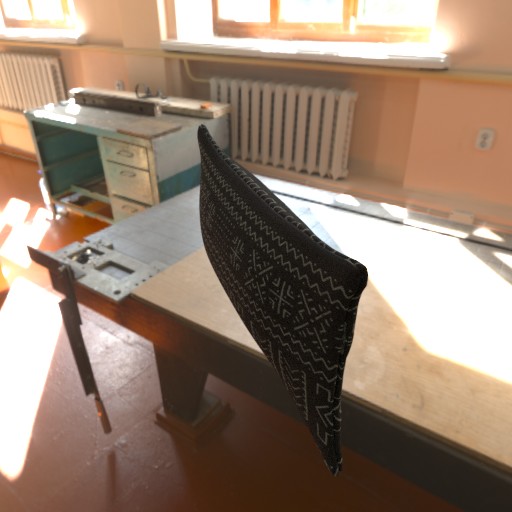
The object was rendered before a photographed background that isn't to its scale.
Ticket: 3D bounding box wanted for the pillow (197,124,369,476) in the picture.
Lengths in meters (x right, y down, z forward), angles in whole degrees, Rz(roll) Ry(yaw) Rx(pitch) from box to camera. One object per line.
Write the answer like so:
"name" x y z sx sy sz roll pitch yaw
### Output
"pillow" 0.000 0.000 0.783 0.135 0.322 0.667 -10 31 -18
